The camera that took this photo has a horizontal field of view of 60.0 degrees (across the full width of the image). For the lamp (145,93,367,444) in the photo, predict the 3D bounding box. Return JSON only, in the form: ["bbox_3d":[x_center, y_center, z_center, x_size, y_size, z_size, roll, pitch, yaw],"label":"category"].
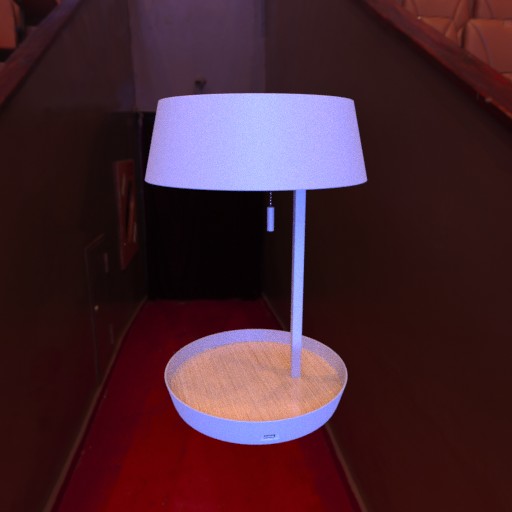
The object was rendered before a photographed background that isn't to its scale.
[{"bbox_3d":[0.000,0.000,0.625,0.291,0.429,0.291,0,15,0],"label":"lamp"}]
